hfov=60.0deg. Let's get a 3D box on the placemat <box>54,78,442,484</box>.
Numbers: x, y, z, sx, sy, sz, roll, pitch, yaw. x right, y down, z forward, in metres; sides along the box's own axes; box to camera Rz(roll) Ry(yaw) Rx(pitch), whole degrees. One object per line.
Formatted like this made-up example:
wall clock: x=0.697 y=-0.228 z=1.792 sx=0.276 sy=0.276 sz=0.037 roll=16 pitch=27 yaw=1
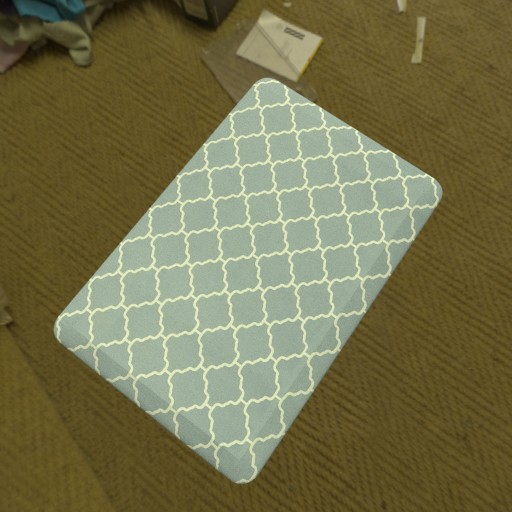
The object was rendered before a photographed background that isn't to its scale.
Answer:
placemat: x=0.000 y=0.000 z=0.940 sx=0.508 sy=0.021 sz=0.762 roll=35 pitch=78 yaw=9
